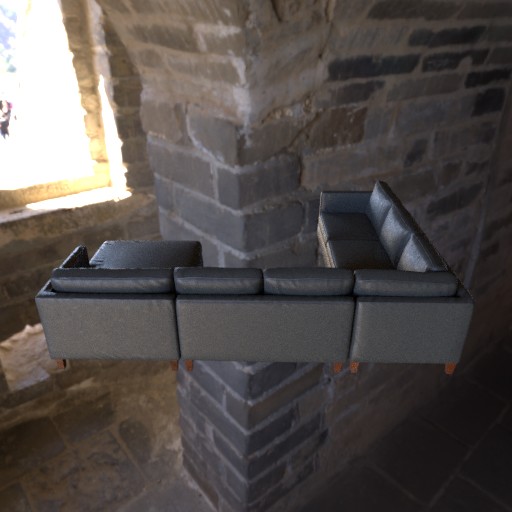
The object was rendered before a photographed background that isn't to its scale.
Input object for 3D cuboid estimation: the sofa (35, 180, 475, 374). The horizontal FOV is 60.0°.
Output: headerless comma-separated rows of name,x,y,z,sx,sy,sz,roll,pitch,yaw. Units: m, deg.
sofa,0.000,0.000,4.663,3.460,0.923,2.593,0,28,1
